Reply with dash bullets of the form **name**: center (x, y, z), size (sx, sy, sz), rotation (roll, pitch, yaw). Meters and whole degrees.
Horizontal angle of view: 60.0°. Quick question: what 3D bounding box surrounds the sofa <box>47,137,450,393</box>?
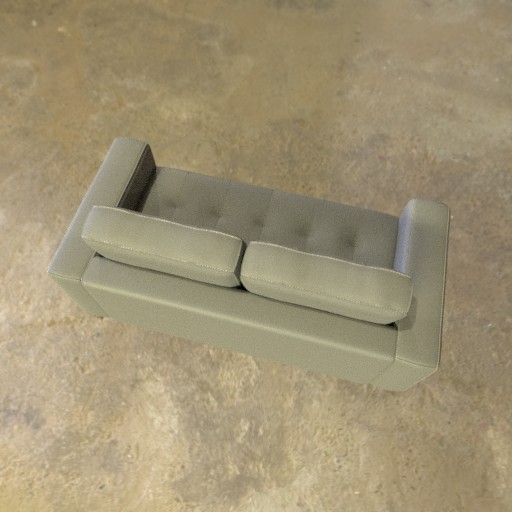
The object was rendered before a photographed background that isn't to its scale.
- **sofa**: center (0.000, 0.000, 2.173), size (1.726, 0.893, 0.833), rotation (13, 64, 6)
